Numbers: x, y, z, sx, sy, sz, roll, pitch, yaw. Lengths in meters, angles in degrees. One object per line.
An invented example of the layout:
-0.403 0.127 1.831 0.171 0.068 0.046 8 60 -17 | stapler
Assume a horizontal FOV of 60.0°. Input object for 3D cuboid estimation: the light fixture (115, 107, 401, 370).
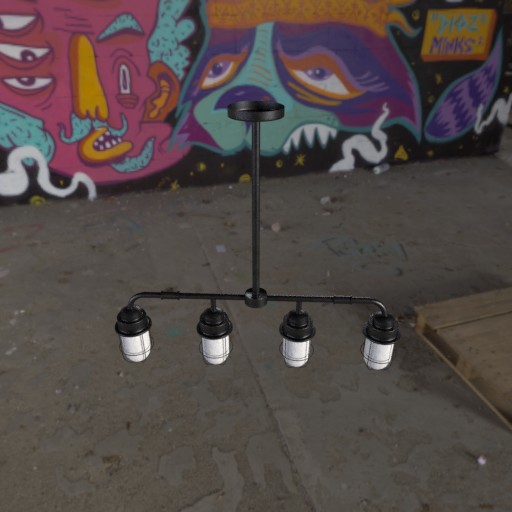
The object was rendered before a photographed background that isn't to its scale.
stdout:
0.000 0.000 1.204 0.852 0.785 0.131 1 29 2 | light fixture
